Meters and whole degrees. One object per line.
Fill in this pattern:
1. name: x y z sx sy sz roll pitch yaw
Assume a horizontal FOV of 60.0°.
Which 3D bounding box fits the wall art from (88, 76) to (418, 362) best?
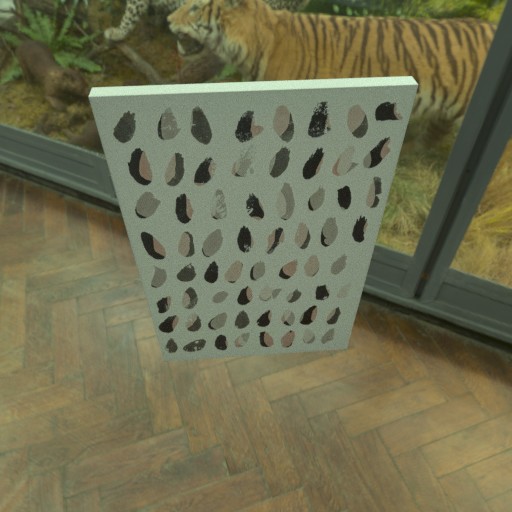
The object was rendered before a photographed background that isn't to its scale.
1. wall art: 0.000 0.000 0.768 0.405 0.608 0.025 -3 46 -3
